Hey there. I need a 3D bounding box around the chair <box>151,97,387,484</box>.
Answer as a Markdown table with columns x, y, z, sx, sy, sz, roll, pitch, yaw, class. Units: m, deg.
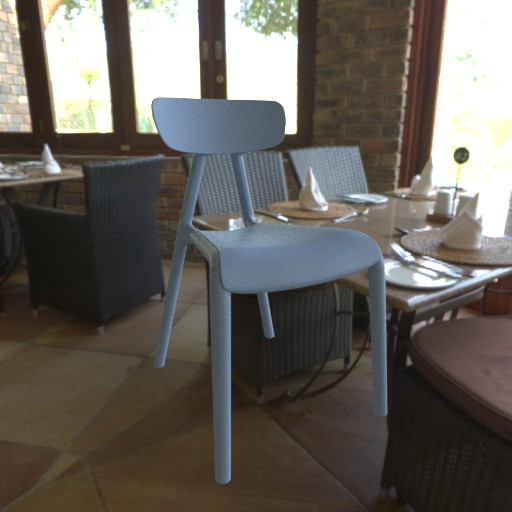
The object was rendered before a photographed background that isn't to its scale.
| x | y | z | sx | sy | sz | roll | pitch | yaw | class |
| --- | --- | --- | --- | --- | --- | --- | --- | --- | --- |
| 0.000 | 0.000 | 0.842 | 0.356 | 0.580 | 0.401 | -9 | 19 | -28 | chair |
